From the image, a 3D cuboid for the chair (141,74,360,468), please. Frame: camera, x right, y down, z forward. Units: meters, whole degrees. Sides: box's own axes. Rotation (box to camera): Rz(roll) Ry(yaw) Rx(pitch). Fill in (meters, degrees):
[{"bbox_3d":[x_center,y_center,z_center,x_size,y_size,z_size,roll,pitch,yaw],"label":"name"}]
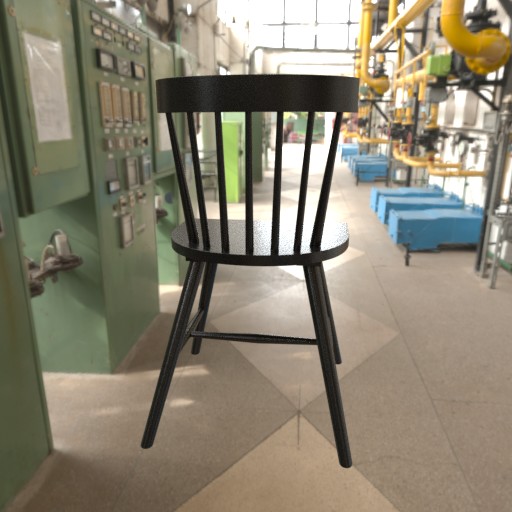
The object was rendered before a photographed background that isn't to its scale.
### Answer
[{"bbox_3d":[0.000,0.000,1.141,0.506,0.844,0.483,2,17,7],"label":"chair"}]
